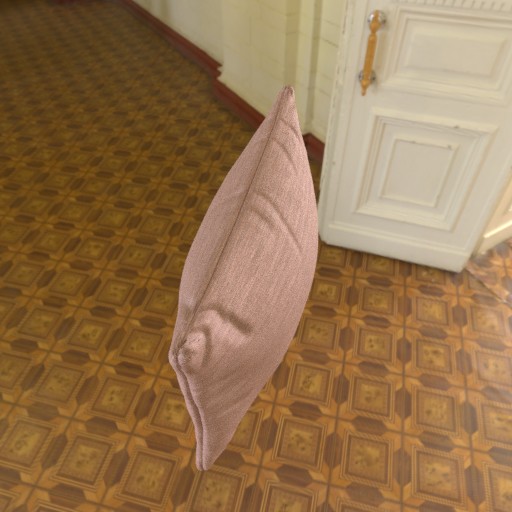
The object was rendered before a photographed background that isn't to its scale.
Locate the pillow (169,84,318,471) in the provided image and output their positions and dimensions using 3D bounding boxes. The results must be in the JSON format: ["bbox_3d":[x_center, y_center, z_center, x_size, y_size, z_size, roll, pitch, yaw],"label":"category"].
[{"bbox_3d":[0.000,0.000,0.779,0.210,0.338,0.633,10,47,9],"label":"pillow"}]
